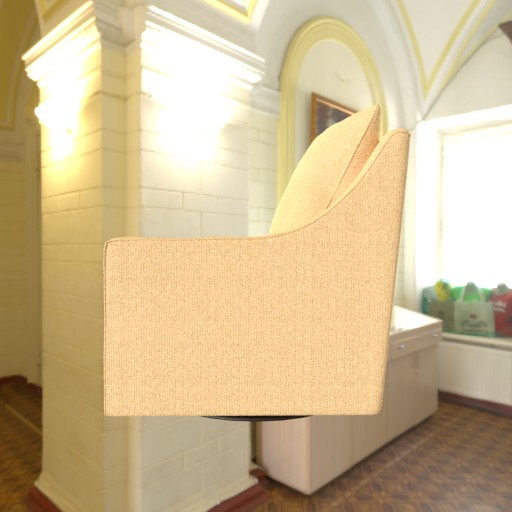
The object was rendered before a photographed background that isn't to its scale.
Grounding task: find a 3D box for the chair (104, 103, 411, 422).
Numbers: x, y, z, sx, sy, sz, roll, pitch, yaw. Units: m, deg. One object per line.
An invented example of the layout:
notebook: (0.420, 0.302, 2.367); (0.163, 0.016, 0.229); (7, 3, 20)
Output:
chair: (0.000, 0.000, 1.593); (0.876, 0.927, 0.760); (0, 1, -1)
